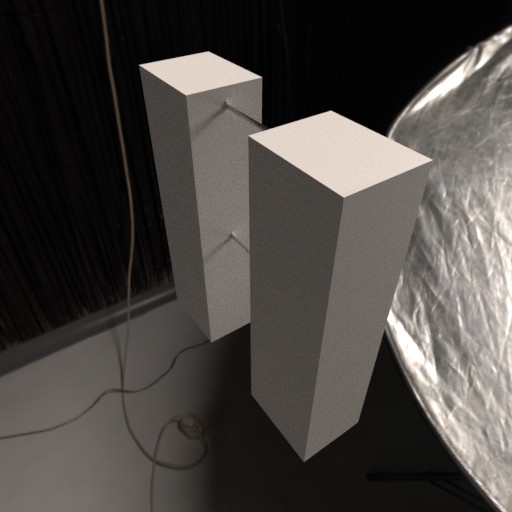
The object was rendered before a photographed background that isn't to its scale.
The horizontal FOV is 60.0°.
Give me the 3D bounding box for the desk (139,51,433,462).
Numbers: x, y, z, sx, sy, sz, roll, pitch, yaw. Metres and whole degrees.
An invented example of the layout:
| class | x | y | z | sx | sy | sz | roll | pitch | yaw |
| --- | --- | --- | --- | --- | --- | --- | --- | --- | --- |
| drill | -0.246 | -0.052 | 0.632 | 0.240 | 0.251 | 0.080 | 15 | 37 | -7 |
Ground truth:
| class | x | y | z | sx | sy | sz | roll | pitch | yaw |
| --- | --- | --- | --- | --- | --- | --- | --- | --- | --- |
| desk | 0.000 | 0.000 | 2.854 | 0.480 | 2.000 | 1.770 | -24 | 46 | -26 |
